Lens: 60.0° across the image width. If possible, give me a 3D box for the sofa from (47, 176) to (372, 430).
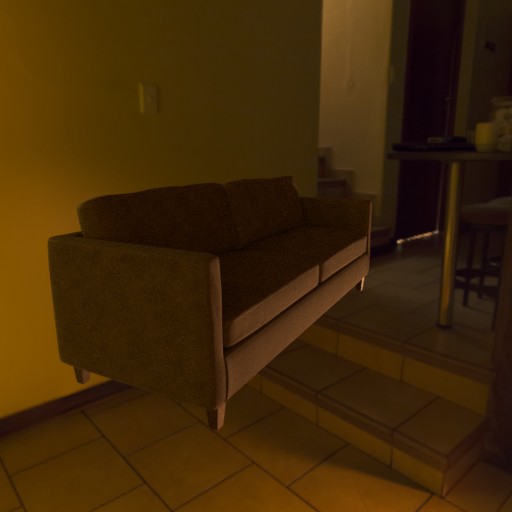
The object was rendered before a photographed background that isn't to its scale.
[{"bbox_3d":[0.000,0.000,2.930,0.951,0.965,2.434,7,15,28],"label":"sofa"}]
